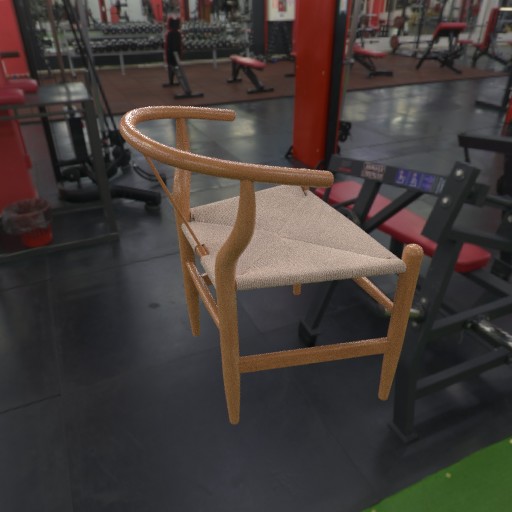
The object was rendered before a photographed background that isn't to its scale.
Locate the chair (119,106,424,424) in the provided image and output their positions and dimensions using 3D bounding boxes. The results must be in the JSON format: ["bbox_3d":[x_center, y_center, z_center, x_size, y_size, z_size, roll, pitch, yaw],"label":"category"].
[{"bbox_3d":[0.000,0.000,1.150,0.579,0.730,0.569,-12,33,-19],"label":"chair"}]
